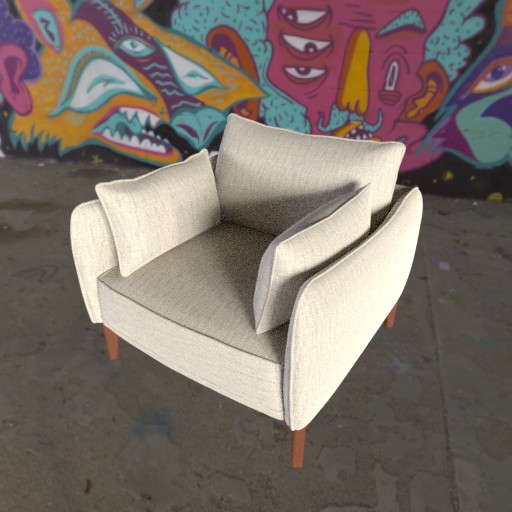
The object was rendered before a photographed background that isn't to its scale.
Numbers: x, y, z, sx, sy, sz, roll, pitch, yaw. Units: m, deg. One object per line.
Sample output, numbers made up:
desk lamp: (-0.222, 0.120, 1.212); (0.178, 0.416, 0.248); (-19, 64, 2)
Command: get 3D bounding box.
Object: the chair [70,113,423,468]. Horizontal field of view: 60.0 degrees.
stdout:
chair: (0.000, 0.000, 1.712); (0.994, 0.855, 0.991); (19, 35, 29)
